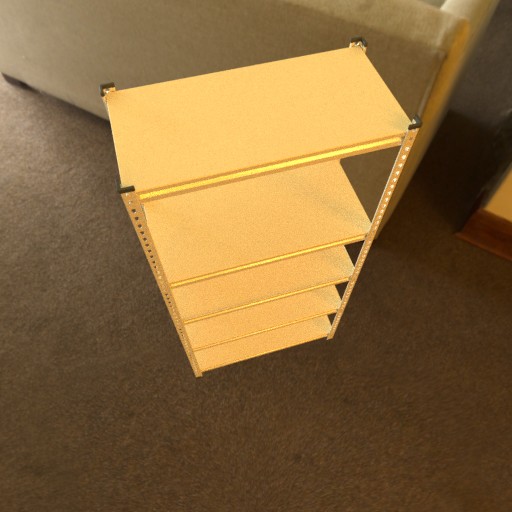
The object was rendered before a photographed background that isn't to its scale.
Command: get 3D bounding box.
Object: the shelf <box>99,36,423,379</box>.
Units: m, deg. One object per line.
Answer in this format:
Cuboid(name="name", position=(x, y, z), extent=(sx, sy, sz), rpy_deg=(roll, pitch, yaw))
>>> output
Cuboid(name="shelf", position=(0.000, 0.000, 2.153), extent=(0.914, 1.829, 0.457), rpy_deg=(-14, 60, -8))
